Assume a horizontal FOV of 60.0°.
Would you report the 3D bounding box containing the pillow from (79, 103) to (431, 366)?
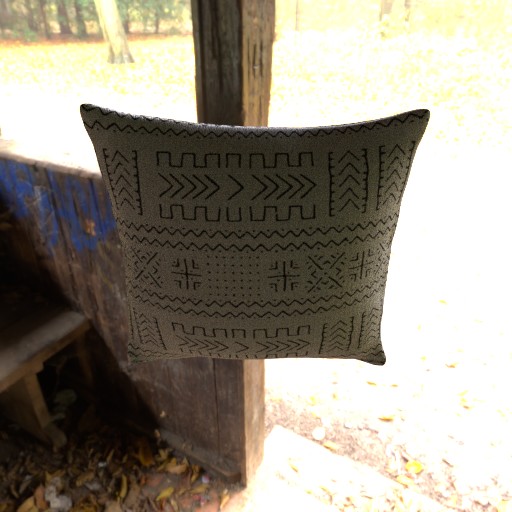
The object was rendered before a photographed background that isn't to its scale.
[{"bbox_3d":[0.000,0.000,0.648,0.438,0.430,0.164,1,30,1],"label":"pillow"}]
